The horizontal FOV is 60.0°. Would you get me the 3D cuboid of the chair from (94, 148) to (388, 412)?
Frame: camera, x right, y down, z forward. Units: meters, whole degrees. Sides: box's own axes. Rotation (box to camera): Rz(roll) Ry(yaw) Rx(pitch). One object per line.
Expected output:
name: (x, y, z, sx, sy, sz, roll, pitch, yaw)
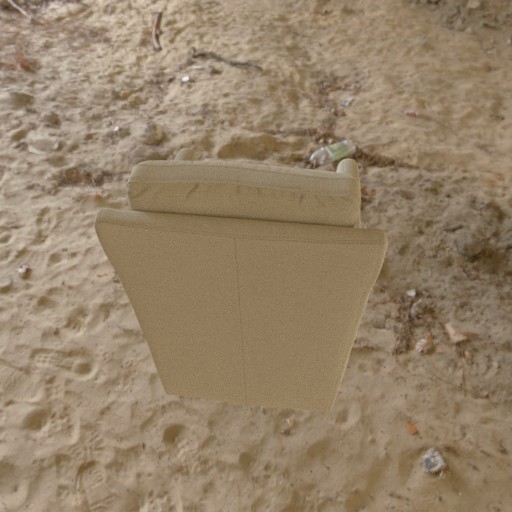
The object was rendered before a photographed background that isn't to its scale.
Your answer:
chair: (0.000, 0.000, 1.380, 0.626, 0.914, 0.694, 5, 45, 5)
